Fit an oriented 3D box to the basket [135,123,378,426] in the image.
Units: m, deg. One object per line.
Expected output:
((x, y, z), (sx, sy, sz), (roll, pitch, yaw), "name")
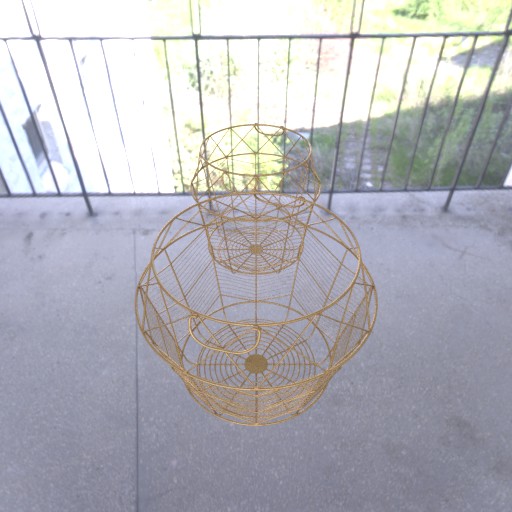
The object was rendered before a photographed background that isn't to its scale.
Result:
((0.000, 0.000, 1.023), (0.451, 0.343, 0.805), (0, 40, 0), "basket")
